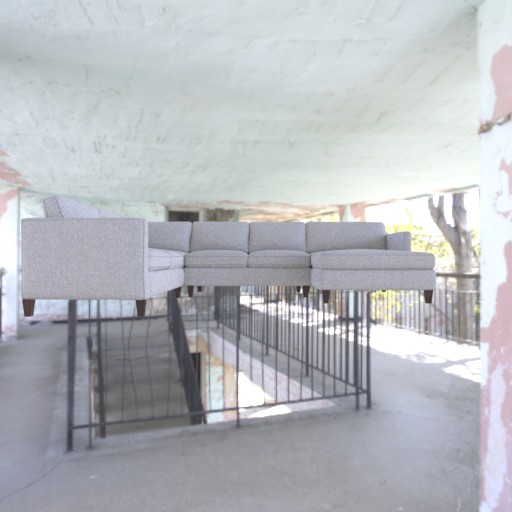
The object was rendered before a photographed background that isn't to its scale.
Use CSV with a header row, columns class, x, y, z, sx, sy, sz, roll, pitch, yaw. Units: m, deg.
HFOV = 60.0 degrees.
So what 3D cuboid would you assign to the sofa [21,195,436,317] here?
class,x,y,z,sx,sy,sz,roll,pitch,yaw
sofa,0.000,0.000,4.402,3.403,0.889,2.551,0,0,0
